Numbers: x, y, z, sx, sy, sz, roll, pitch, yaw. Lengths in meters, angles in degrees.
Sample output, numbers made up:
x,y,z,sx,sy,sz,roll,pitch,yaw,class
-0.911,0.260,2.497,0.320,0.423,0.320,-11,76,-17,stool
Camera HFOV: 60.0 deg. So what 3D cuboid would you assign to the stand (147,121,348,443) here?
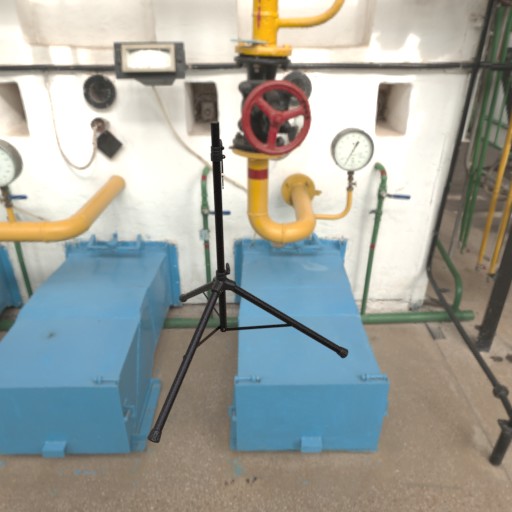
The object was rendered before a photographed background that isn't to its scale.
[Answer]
x,y,z,sx,sy,sz,roll,pitch,yaw,class
0.000,0.000,1.925,0.907,1.136,1.045,0,28,0,stand
